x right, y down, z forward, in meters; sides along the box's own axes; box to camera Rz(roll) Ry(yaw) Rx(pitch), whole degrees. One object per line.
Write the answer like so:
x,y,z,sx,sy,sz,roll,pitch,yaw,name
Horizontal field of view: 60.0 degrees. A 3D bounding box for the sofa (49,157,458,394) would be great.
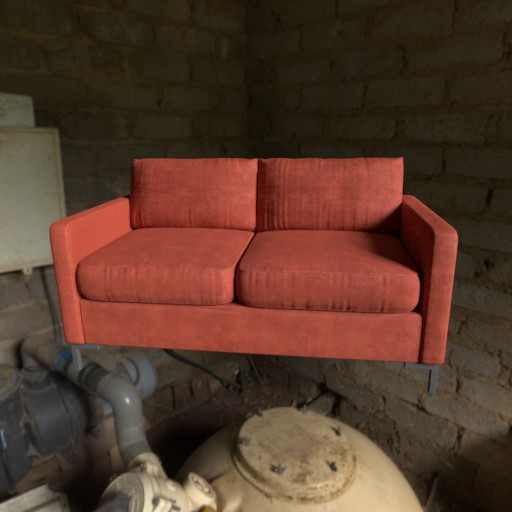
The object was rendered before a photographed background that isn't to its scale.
0.000,0.000,2.103,1.574,0.896,0.864,2,16,8,sofa
